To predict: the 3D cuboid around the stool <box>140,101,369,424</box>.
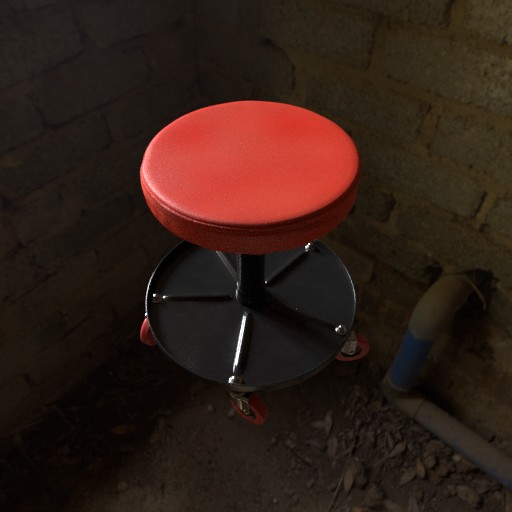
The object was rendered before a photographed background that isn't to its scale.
[{"bbox_3d":[0.000,0.000,0.673,0.382,0.365,0.381,2,46,2],"label":"stool"}]
